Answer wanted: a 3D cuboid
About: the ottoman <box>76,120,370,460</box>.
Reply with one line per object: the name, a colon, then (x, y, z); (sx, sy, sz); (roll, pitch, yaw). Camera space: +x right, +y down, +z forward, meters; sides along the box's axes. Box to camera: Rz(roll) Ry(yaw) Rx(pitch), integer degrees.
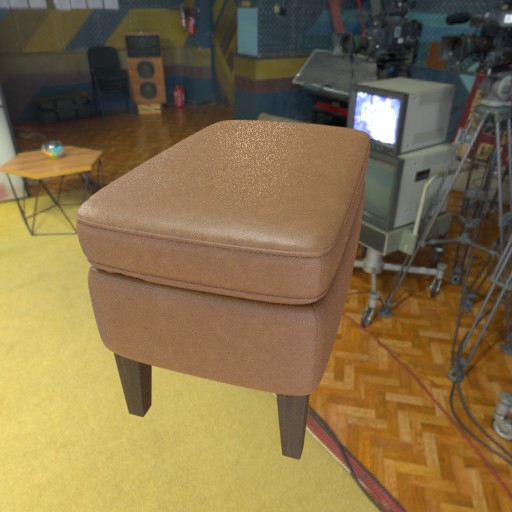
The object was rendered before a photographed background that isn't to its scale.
ottoman: (0.000, 0.000, 0.981); (0.420, 0.480, 0.670); (9, 31, 15)
